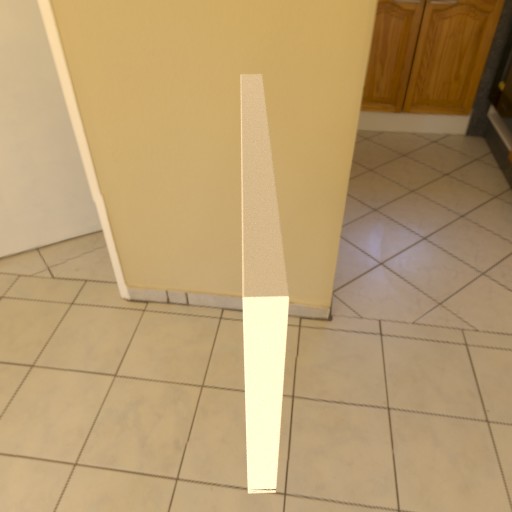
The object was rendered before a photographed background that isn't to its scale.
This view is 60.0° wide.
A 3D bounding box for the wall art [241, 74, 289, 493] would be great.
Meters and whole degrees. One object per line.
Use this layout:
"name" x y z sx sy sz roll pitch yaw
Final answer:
"wall art" 0.000 0.000 0.762 0.042 0.414 0.608 -1 40 -1
